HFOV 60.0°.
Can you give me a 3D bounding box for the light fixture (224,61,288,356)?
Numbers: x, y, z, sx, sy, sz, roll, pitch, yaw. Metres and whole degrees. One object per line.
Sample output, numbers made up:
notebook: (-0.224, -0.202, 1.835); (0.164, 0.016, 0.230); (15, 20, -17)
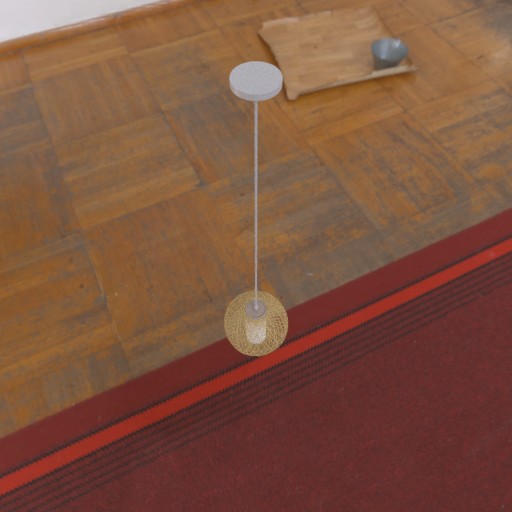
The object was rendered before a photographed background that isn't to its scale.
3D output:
light fixture: (0.000, 0.000, 2.141); (0.407, 1.955, 0.406); (16, 58, 10)
